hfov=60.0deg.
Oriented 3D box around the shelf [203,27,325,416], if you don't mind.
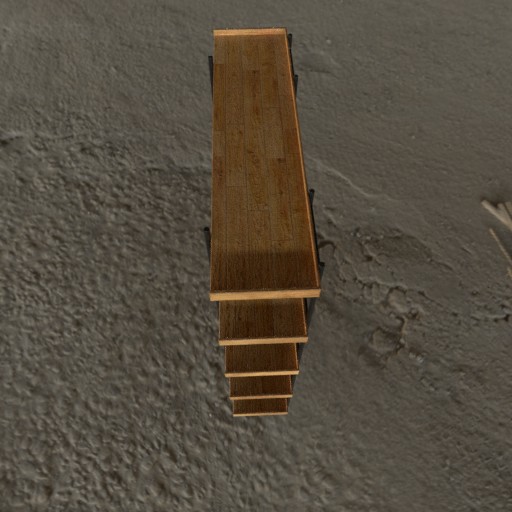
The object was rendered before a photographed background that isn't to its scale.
[{"bbox_3d":[0.000,0.000,2.458,0.379,1.826,1.371,-2,58,-1],"label":"shelf"}]
